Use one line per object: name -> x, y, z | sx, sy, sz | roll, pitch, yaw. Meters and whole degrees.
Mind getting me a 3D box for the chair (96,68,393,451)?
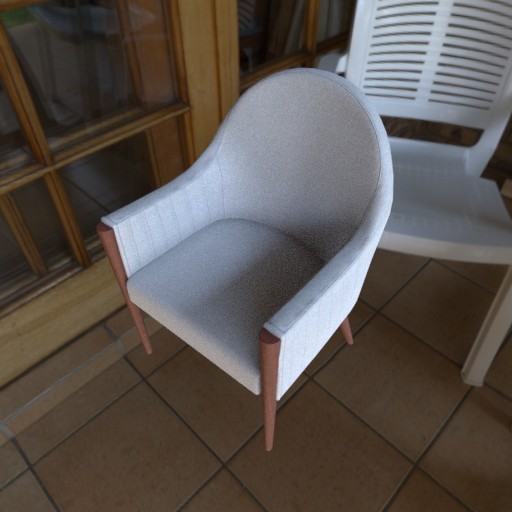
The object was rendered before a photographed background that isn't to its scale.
chair -> 0.000, 0.000, 1.300 | 0.610, 0.889, 0.620 | 30, 52, 26
